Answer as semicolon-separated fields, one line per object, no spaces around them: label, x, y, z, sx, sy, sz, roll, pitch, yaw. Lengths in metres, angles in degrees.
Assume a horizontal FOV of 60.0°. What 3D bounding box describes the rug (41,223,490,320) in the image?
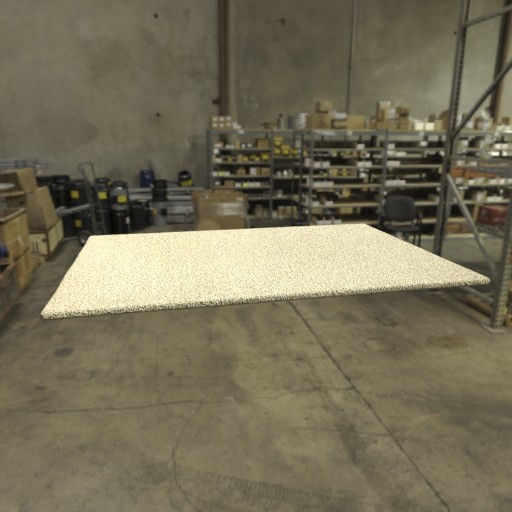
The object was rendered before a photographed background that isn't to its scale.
rug;0.000;0.000;2.270;1.778;0.030;1.219;-3;16;-12
